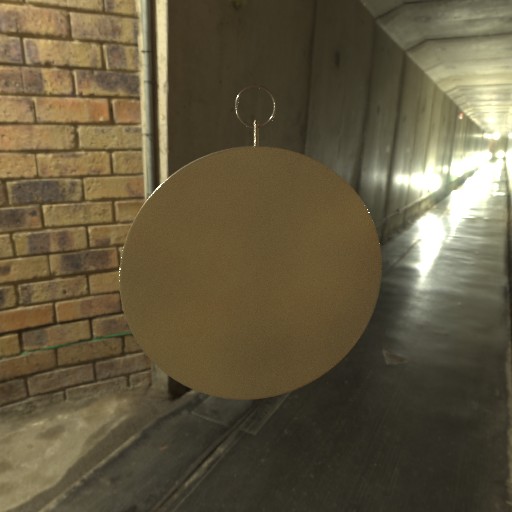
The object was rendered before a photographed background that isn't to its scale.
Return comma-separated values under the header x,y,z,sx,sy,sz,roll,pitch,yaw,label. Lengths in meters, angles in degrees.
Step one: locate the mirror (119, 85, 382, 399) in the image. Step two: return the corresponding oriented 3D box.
x,y,z,sx,sy,sz,roll,pitch,yaw,label
0.000,0.000,0.988,0.594,0.713,0.020,-2,15,-9,mirror
